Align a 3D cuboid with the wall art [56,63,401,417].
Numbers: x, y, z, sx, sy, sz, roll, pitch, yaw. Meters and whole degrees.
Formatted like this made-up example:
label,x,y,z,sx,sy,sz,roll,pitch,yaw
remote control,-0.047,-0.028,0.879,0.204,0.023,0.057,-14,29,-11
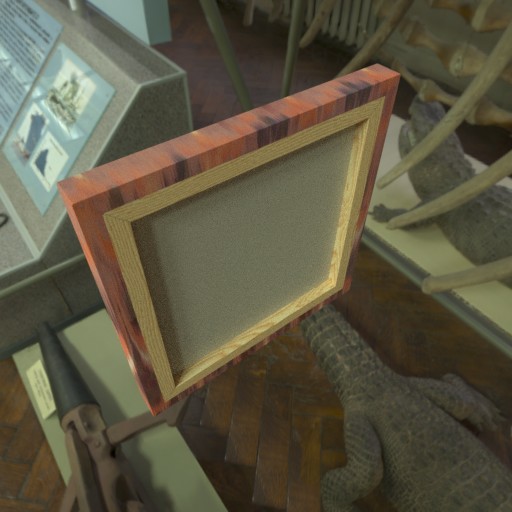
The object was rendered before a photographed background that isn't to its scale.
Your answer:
label,x,y,z,sx,sy,sz,roll,pitch,yaw
wall art,0.000,0.000,0.601,0.403,0.406,0.038,-28,53,-24
